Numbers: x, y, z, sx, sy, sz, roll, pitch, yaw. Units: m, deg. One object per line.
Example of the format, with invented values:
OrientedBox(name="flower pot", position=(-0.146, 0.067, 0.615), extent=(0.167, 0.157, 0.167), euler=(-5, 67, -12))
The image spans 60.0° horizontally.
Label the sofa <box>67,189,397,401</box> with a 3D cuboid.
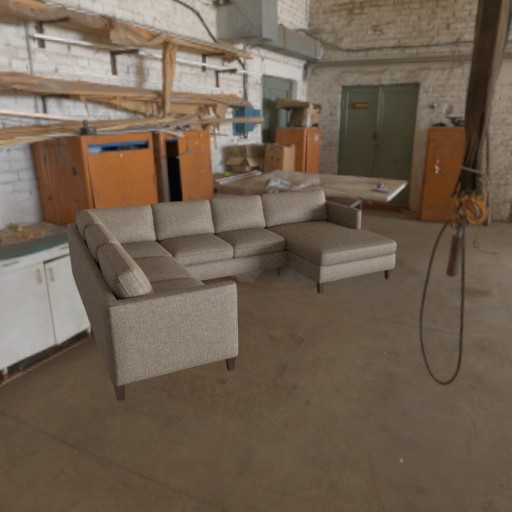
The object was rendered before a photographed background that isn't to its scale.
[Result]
OrientedBox(name="sofa", position=(0.000, 0.000, 4.592), extent=(3.403, 0.889, 2.551), euler=(-9, 19, -26))
